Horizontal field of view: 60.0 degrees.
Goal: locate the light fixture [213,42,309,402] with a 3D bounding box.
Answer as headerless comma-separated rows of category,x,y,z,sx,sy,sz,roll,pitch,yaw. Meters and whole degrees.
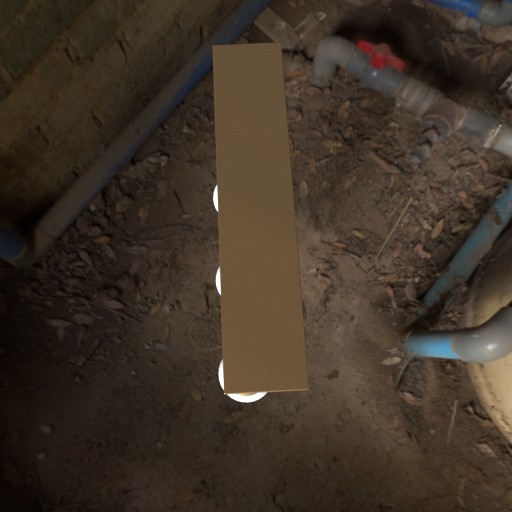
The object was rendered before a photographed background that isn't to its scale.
light fixture,0.000,0.000,1.329,0.299,0.869,0.863,-3,75,-1
